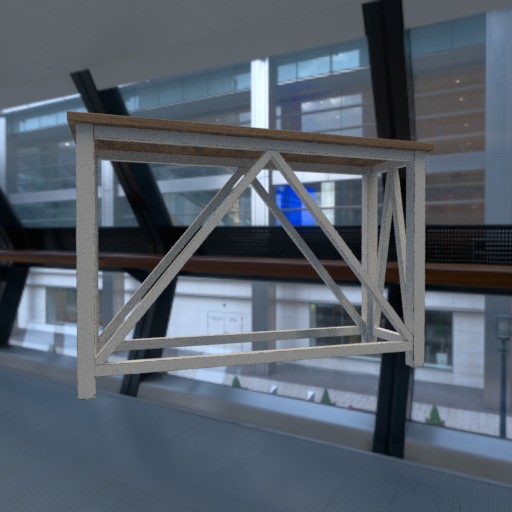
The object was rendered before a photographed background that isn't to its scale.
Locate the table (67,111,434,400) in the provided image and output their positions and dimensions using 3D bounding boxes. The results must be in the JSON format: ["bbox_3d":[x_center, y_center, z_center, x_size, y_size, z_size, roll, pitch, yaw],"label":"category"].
[{"bbox_3d":[0.000,0.000,1.835,1.400,0.930,0.450,0,1,-18],"label":"table"}]
